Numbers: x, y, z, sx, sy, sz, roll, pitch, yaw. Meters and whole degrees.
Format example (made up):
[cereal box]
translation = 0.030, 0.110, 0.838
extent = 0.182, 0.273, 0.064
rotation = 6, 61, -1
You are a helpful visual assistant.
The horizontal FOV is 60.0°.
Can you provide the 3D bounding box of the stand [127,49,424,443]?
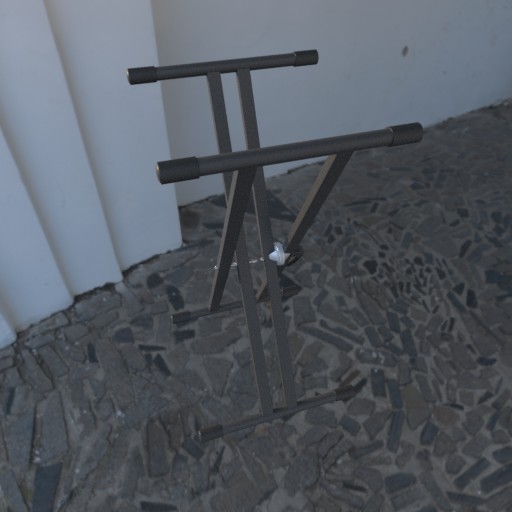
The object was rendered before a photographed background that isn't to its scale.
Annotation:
[stand]
translation = 0.000, 0.000, 1.217
extent = 0.495, 0.900, 0.503
rotation = -12, 42, -14
